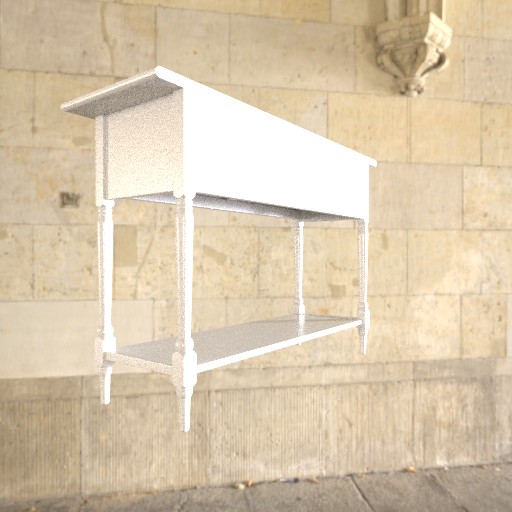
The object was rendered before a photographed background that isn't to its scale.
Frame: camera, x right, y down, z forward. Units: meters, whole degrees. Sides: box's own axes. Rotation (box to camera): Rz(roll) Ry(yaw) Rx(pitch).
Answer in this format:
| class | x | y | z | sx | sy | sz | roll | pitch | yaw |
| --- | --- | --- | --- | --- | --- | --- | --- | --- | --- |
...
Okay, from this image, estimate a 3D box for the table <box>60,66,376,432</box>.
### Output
| class | x | y | z | sx | sy | sz | roll | pitch | yaw |
| --- | --- | --- | --- | --- | --- | --- | --- | --- | --- |
| table | 0.000 | 0.000 | 1.527 | 0.384 | 0.808 | 1.197 | 0 | 0 | 37 |
